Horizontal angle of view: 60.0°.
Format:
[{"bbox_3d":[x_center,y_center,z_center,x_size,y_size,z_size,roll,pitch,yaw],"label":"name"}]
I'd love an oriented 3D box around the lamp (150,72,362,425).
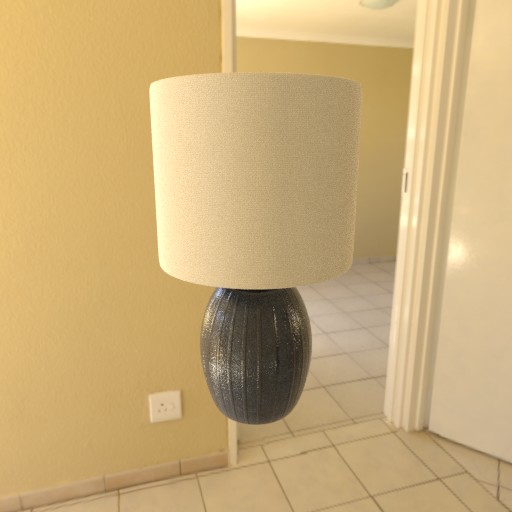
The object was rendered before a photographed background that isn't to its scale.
[{"bbox_3d":[0.000,0.000,0.768,0.329,0.570,0.329,-7,16,-26],"label":"lamp"}]
